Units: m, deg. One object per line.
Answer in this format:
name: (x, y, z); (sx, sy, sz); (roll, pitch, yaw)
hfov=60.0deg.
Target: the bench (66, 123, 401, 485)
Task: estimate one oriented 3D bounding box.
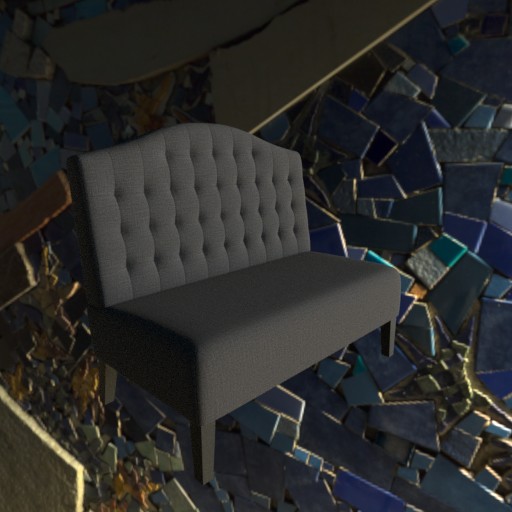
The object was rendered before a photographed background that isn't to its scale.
bench: (0.000, 0.000, 2.017); (0.815, 1.180, 1.335); (13, 20, 42)
